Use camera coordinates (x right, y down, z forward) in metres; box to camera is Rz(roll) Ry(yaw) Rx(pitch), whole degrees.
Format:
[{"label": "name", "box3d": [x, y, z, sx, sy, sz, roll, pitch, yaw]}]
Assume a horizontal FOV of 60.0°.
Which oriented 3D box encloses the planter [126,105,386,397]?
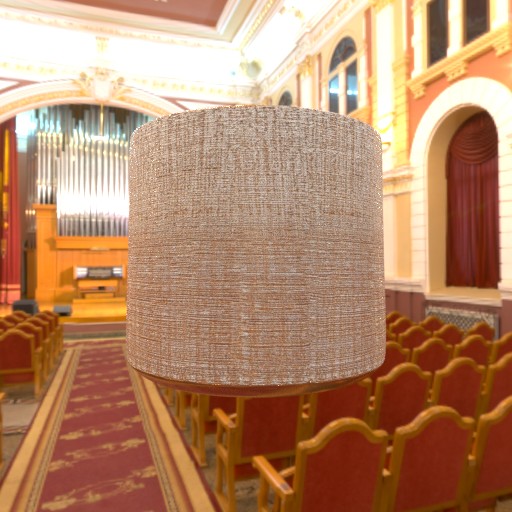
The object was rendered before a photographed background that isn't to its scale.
[{"label": "planter", "box3d": [0.000, 0.000, 0.317, 0.177, 0.157, 0.177, 0, -1, 0]}]
